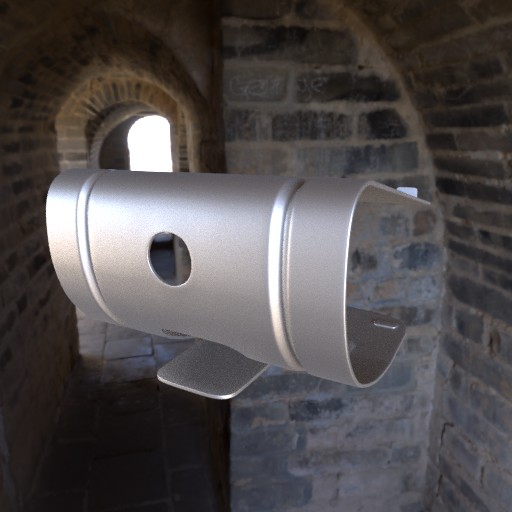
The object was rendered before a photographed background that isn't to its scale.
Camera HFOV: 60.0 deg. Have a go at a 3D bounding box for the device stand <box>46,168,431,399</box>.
[{"bbox_3d":[0.000,0.000,0.392,0.256,0.155,0.236,8,16,28],"label":"device stand"}]
